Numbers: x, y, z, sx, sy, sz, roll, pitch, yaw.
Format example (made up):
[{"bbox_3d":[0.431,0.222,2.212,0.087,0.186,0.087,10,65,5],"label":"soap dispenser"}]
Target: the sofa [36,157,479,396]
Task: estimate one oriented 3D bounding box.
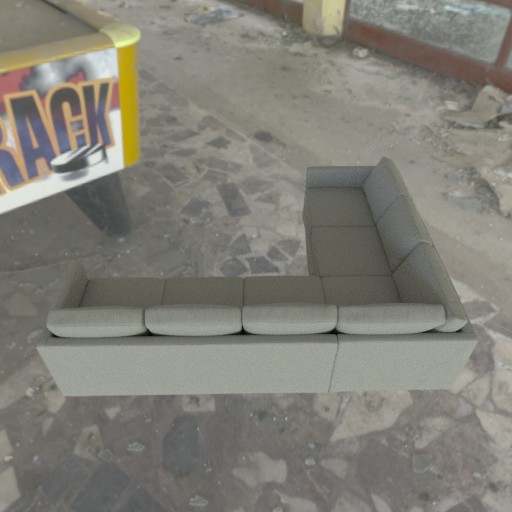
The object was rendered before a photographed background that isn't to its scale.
[{"bbox_3d":[0.000,0.000,4.210,3.182,0.871,2.432,-1,42,-1],"label":"sofa"}]
